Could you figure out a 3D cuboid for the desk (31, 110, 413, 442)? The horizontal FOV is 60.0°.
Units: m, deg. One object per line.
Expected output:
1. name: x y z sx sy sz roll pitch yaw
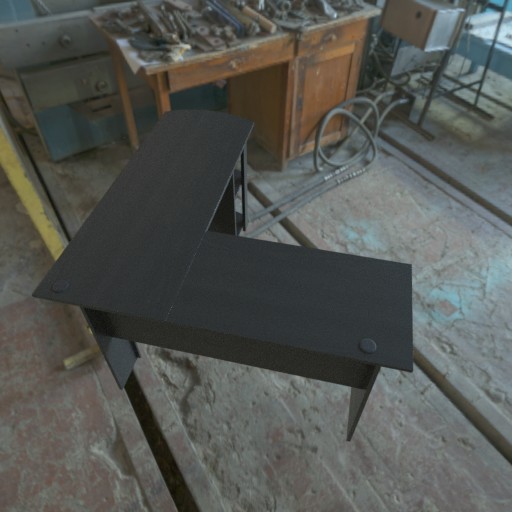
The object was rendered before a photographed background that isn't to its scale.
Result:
1. desk: 0.000 0.000 2.167 1.303 0.716 1.361 10 48 9
